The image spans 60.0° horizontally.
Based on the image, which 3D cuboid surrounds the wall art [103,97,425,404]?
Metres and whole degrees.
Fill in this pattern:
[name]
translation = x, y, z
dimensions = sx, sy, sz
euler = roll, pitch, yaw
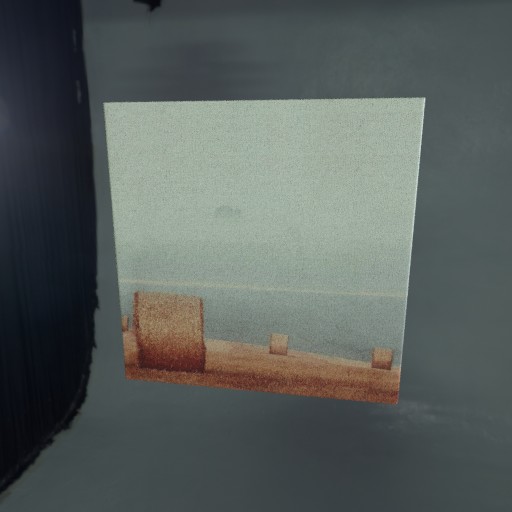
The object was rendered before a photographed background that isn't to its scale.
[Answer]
[wall art]
translation = 0.000, 0.000, 1.146
dimensions = 0.760, 0.760, 0.042
euler = 2, 15, 9
